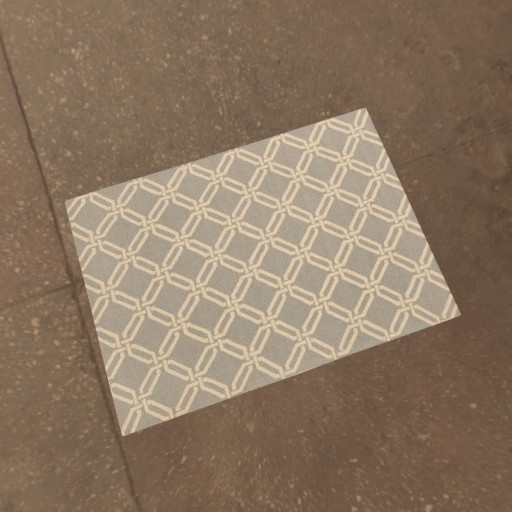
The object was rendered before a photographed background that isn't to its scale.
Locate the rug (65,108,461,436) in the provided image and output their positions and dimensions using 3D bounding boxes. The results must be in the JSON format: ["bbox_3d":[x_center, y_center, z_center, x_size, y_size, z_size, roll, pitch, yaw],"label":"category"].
[{"bbox_3d":[0.000,0.000,2.799,2.133,0.013,1.522,-18,76,-5],"label":"rug"}]
